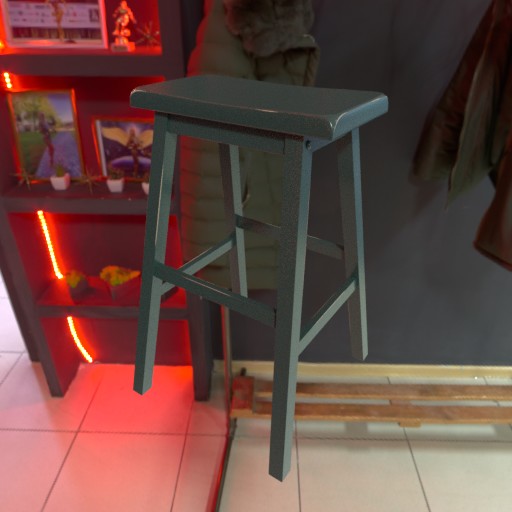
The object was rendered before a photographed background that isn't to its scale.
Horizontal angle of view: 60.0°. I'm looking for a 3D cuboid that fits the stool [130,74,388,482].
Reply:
[{"bbox_3d":[0.000,0.000,1.037,0.457,0.737,0.476,19,35,29],"label":"stool"}]
